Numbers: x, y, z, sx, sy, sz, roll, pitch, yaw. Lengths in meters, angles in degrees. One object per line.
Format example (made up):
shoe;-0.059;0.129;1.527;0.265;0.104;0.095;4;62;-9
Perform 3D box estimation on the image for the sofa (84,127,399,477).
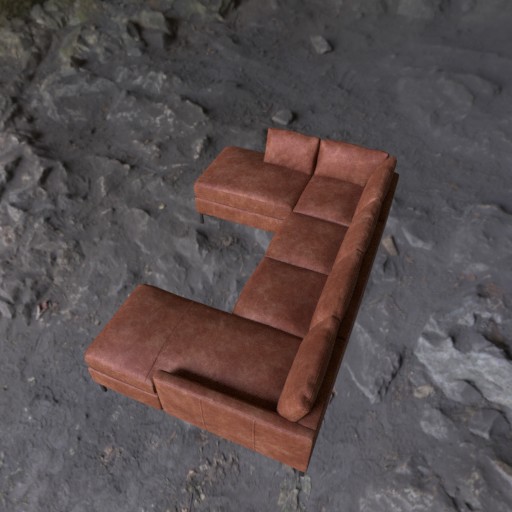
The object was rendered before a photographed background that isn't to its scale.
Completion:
sofa;0.000;0.000;3.903;1.939;0.900;2.956;16;47;16
